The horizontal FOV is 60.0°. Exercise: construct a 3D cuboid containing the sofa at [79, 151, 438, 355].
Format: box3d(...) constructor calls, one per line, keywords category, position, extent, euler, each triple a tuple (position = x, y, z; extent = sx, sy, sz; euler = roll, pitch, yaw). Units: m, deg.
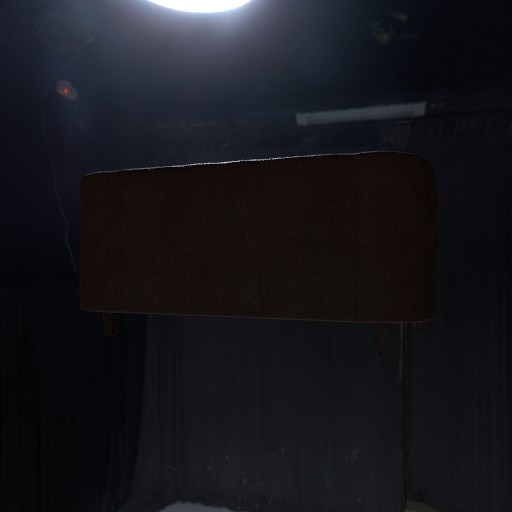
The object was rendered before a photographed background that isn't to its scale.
box3d(category="sofa", position=(0.000, 0.000, 2.283), extent=(1.755, 0.786, 0.914), euler=(0, -1, 18))
